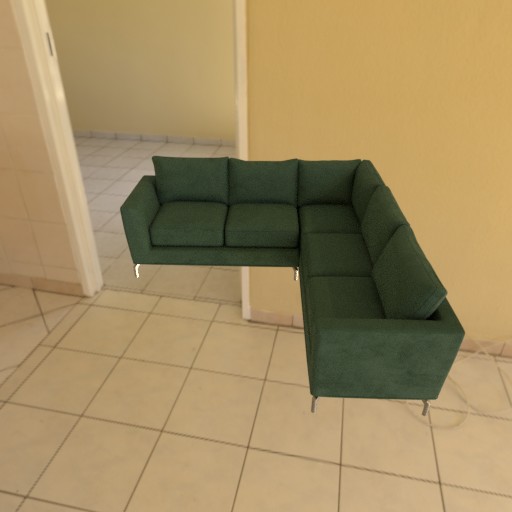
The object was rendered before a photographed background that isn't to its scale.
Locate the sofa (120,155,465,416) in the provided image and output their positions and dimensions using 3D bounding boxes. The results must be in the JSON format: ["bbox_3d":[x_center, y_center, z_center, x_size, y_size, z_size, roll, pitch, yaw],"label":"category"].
[{"bbox_3d":[0.000,0.000,3.705,2.468,1.004,2.452,1,31,2],"label":"sofa"}]
